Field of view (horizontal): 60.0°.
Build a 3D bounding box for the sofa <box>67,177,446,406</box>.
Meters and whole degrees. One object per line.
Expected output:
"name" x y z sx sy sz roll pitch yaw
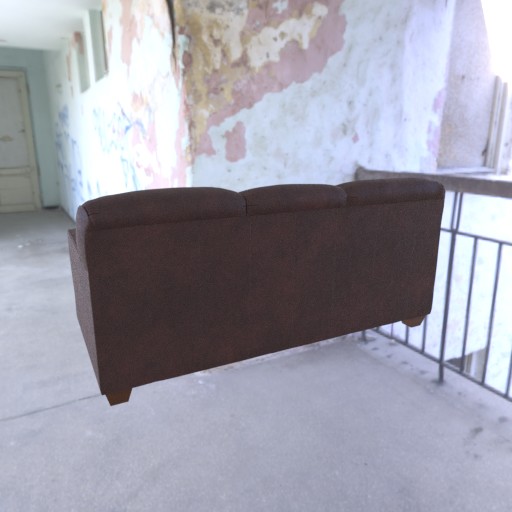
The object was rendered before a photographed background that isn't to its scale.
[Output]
"sofa" 0.000 0.000 2.657 2.039 0.953 1.008 -8 17 -26
